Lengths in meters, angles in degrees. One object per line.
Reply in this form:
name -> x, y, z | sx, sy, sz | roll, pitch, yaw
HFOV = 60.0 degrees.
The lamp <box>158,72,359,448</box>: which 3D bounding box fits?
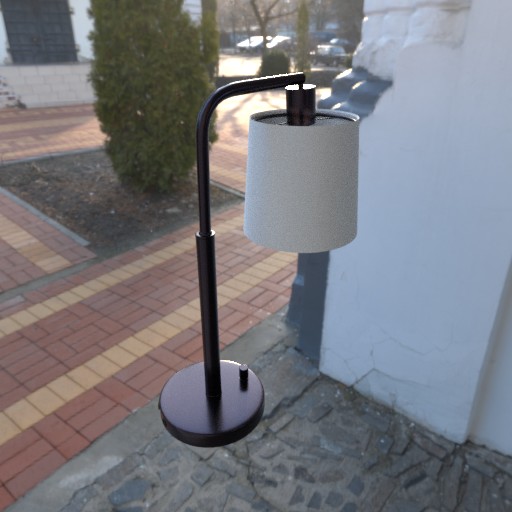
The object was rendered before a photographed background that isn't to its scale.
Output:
lamp -> 0.000, 0.000, 0.644 | 0.333, 0.489, 0.171 | -17, 30, -31
